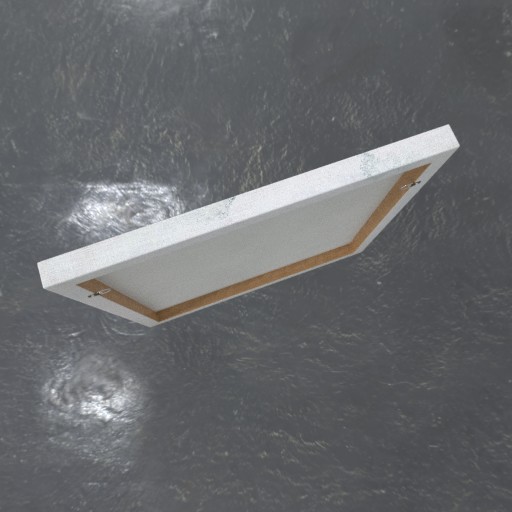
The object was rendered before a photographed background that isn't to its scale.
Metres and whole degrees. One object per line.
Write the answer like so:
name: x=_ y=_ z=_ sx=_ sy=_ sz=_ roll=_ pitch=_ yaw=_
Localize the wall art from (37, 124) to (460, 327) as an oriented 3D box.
wall art: x=0.000 y=0.000 z=0.912 sx=0.612 sy=0.612 sz=0.040 roll=-19 pitch=77 yaw=-5
